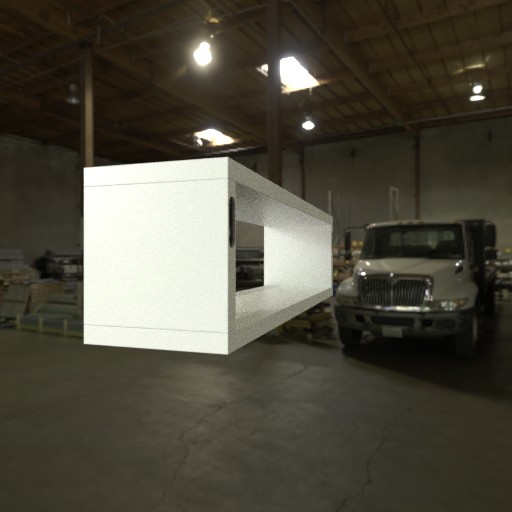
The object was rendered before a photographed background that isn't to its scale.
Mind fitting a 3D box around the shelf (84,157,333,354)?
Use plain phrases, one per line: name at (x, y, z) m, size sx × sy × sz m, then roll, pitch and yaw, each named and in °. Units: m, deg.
shelf at (0.000, 0.000, 0.694) m, size 0.150 × 0.170 × 0.610 m, roll 0°, pitch 0°, yaw 18°
